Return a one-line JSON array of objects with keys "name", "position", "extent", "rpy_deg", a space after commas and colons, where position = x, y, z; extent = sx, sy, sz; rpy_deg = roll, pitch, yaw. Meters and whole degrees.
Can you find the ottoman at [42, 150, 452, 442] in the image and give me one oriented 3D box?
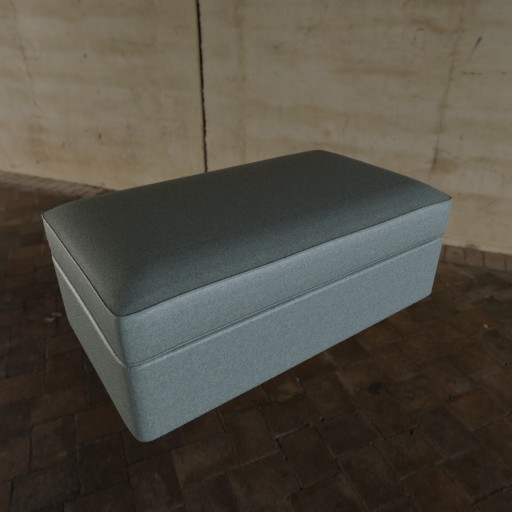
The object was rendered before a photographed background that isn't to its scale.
[{"name": "ottoman", "position": [0.000, 0.000, 1.513], "extent": [1.173, 0.494, 0.681], "rpy_deg": [-19, 34, -30]}]
